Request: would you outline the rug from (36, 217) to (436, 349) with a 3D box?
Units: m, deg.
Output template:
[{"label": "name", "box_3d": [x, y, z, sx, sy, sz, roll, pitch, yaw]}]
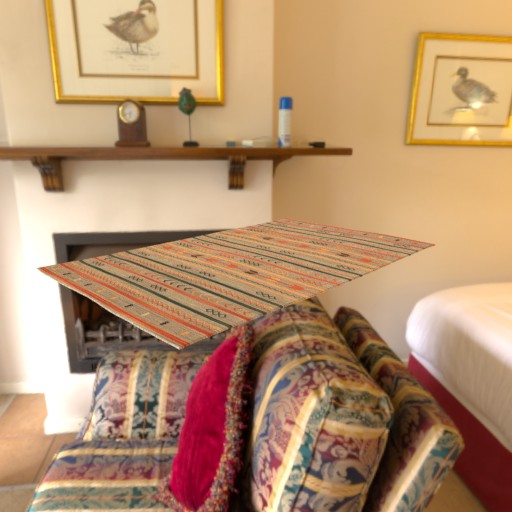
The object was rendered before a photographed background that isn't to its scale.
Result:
[{"label": "rug", "box_3d": [0.000, 0.000, 3.135, 1.537, 0.029, 2.439, 15, 22, 43]}]
